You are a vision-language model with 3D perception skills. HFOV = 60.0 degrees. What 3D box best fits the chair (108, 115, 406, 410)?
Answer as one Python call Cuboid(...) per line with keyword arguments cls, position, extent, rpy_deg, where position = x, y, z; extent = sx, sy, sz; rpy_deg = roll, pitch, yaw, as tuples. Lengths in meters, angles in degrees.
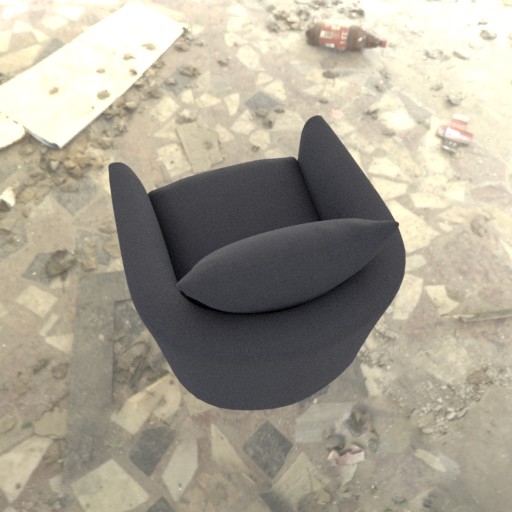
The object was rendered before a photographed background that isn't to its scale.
Cuboid(cls="chair", position=(0.000, 0.000, 1.553), extent=(0.845, 0.848, 0.910), rpy_deg=(-16, 60, -9))
